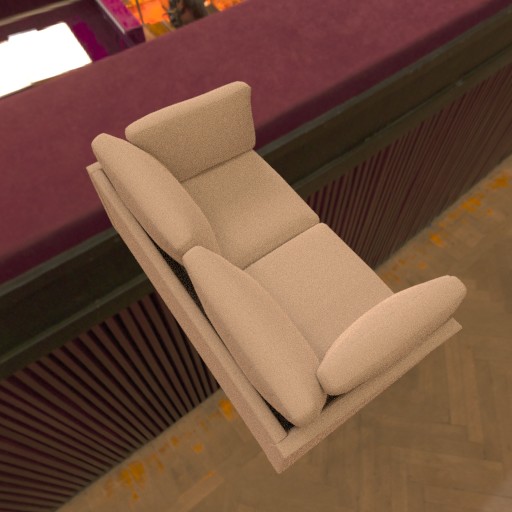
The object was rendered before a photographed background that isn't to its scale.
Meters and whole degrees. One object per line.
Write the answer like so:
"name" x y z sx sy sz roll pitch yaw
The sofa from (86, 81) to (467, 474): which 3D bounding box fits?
"sofa" 0.000 0.000 2.272 0.970 0.836 1.776 -31 63 -18
